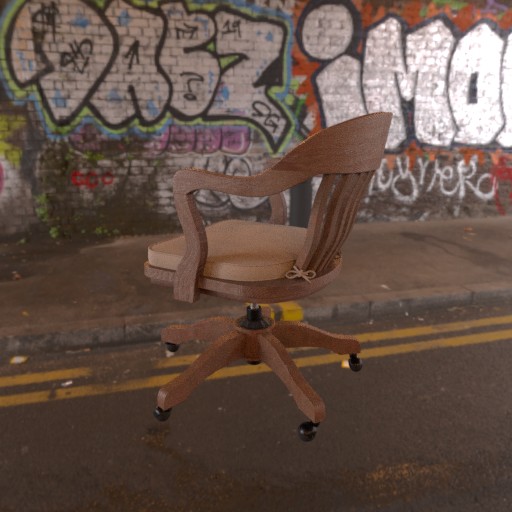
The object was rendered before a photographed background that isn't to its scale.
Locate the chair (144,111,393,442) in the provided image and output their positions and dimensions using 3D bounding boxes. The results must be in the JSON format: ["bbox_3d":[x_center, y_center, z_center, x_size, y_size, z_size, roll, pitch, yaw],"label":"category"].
[{"bbox_3d":[0.000,0.000,1.441,0.788,0.878,0.750,7,17,25],"label":"chair"}]
